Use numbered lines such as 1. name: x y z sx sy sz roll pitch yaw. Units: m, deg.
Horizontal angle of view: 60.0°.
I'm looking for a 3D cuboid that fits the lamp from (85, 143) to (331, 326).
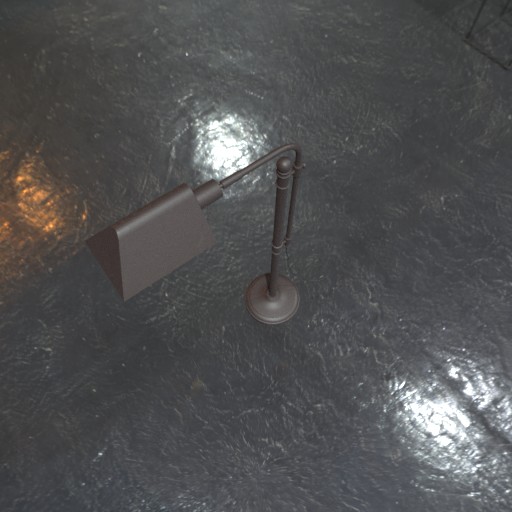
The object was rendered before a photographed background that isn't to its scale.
1. lamp: 0.000 0.000 0.959 0.545 0.708 0.159 -34 68 -15
